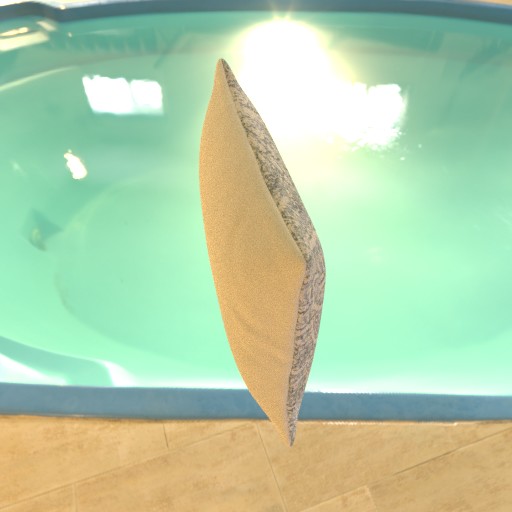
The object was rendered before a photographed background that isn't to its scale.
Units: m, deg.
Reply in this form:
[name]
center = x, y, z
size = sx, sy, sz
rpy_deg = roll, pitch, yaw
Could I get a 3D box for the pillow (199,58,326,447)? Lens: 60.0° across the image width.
[pillow]
center = 0.000, 0.000, 0.815
size = 0.166, 0.510, 0.523
rpy_deg = -10, 48, -9
